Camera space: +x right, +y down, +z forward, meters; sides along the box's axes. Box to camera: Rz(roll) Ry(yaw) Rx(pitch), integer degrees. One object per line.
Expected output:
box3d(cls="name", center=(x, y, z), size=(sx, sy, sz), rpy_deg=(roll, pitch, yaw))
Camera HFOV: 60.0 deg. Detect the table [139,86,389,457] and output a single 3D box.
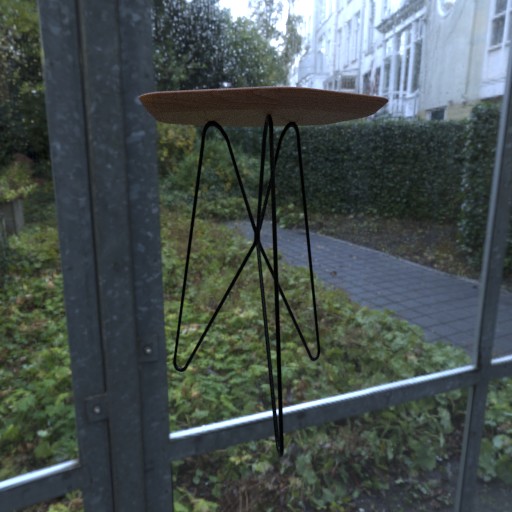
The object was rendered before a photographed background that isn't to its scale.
box3d(cls="table", center=(0.000, 0.000, 0.872), size=(0.400, 0.562, 0.500), rpy_deg=(-2, 13, -10))
